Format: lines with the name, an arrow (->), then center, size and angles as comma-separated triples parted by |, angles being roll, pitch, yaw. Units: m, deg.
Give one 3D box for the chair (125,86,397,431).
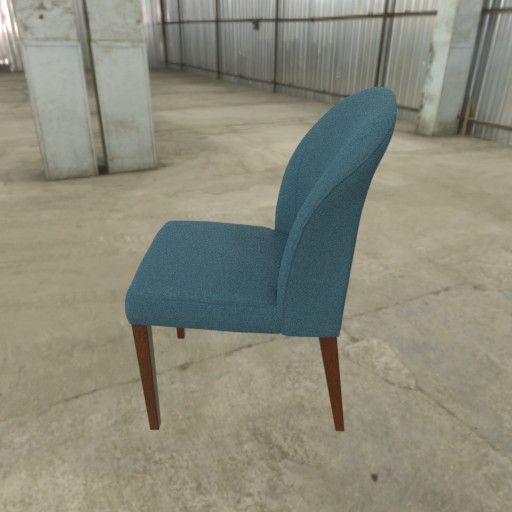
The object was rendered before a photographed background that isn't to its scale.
chair -> 0.000, 0.000, 1.232 | 0.620, 0.879, 0.507 | 1, 26, 1
